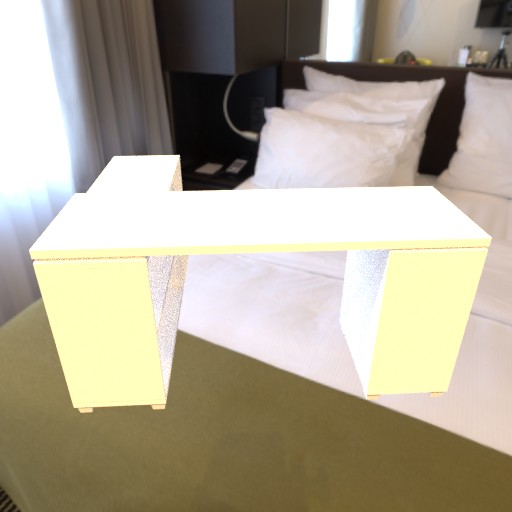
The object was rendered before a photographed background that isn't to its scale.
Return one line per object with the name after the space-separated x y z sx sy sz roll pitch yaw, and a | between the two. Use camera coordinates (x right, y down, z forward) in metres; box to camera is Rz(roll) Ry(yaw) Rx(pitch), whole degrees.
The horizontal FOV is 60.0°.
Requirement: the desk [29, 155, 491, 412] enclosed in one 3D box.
0.000 0.000 2.165 1.524 0.759 1.199 -2 29 -3 | desk
